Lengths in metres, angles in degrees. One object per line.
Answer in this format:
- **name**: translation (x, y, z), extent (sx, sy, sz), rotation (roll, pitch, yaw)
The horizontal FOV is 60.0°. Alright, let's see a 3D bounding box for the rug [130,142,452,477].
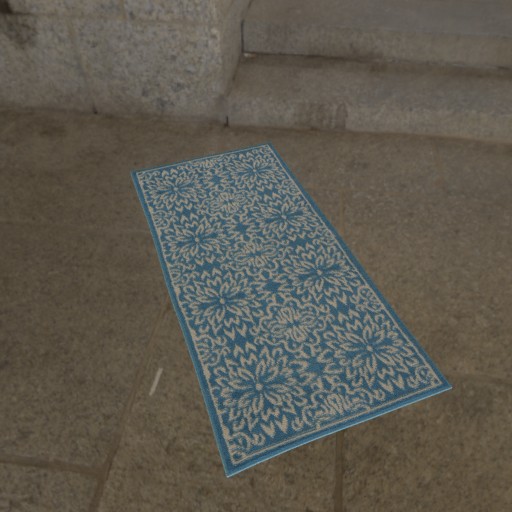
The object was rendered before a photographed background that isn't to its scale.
- **rug**: translation (0.000, 0.000, 1.444), extent (0.604, 0.007, 1.219), rotation (-16, 48, -14)
